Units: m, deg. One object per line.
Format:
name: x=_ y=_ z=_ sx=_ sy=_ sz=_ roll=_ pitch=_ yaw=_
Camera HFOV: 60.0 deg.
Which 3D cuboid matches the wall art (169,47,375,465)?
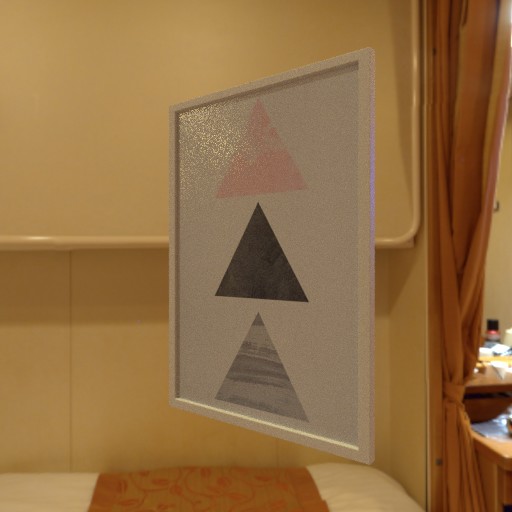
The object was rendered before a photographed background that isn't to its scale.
wall art: x=0.000 y=0.000 z=0.554 sx=0.303 sy=0.433 sz=0.013 roll=0 pitch=0 yaw=37
